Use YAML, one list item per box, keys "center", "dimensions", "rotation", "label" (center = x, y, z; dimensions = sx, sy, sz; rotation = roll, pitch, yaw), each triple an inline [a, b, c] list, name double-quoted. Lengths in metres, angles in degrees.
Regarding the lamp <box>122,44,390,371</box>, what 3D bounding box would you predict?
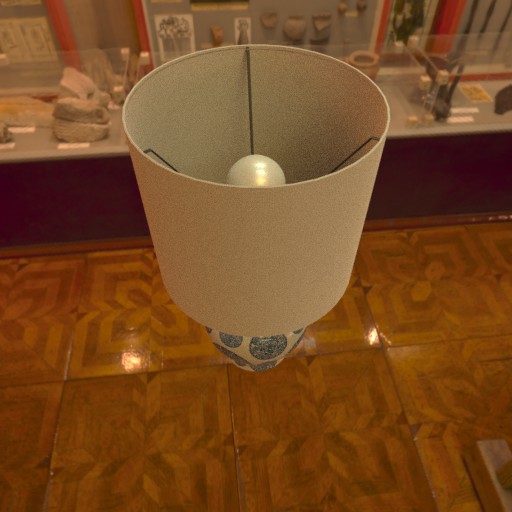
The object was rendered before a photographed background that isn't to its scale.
- center: [0.000, 0.000, 0.504]
  dimensions: [0.215, 0.381, 0.215]
  rotation: [-3, 49, -3]
  label: "lamp"
